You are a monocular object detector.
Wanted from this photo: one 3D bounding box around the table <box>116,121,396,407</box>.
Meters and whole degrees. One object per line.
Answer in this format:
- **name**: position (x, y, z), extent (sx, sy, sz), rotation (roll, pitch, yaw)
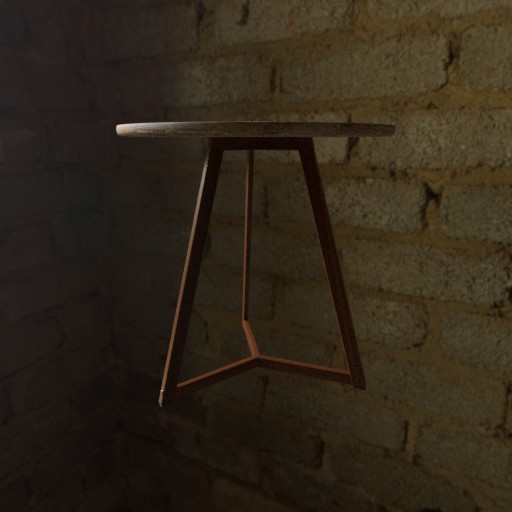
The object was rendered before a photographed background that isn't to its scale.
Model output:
- **table**: position (0.000, 0.000, 0.892), extent (0.500, 0.500, 0.500), rotation (0, 15, 0)
